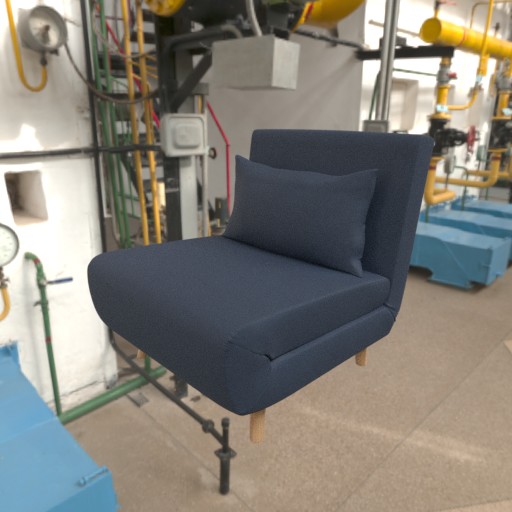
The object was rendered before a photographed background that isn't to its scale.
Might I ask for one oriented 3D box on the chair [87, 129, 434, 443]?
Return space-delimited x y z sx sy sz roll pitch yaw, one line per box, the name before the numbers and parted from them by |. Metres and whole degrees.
chair | 0.000 0.000 1.505 0.900 0.808 0.770 -16 24 -41
